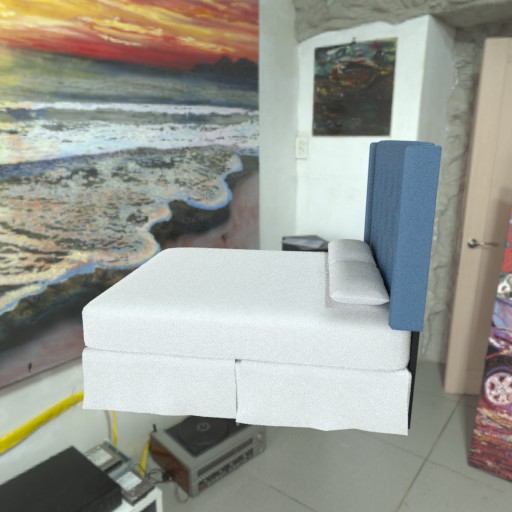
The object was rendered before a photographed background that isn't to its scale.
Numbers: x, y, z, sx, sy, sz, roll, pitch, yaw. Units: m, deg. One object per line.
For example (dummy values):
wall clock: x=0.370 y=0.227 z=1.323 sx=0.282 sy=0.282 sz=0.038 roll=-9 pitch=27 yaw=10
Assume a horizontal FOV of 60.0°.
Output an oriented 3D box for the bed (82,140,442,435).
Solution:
bed: x=0.000 y=0.000 z=3.296 sx=2.078 sy=1.665 sz=1.719 roll=2 pitch=15 yaw=8
